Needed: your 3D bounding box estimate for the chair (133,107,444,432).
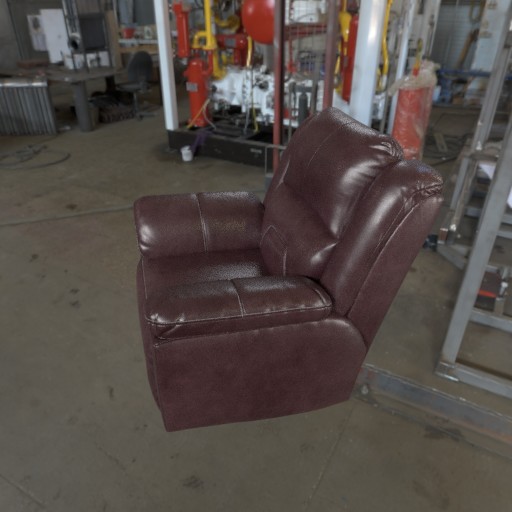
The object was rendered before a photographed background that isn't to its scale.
[{"bbox_3d":[0.000,0.000,1.896,1.041,1.093,0.990,-8,32,-13],"label":"chair"}]
